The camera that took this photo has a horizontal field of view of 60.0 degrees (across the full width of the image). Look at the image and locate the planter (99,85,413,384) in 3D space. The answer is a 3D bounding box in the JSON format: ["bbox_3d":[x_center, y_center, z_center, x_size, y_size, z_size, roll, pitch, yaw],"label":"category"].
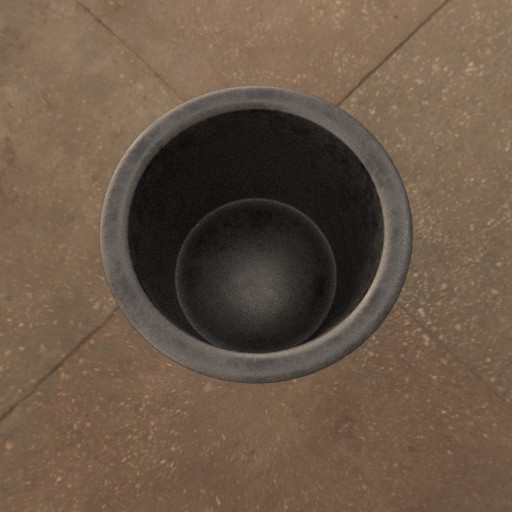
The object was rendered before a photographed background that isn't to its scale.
[{"bbox_3d":[0.000,0.000,0.227,0.125,0.112,0.125,0,75,0],"label":"planter"}]
